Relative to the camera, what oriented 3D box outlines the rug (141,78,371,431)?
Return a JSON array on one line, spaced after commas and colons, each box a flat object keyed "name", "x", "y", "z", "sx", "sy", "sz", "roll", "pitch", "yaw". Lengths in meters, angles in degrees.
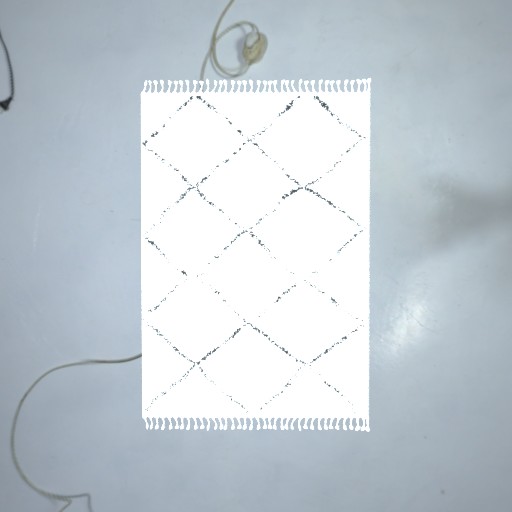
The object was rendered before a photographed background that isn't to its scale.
[{"name": "rug", "x": 0.000, "y": 0.000, "z": 2.895, "sx": 1.494, "sy": 0.031, "sz": 2.307, "roll": 0, "pitch": 91, "yaw": 0}]
